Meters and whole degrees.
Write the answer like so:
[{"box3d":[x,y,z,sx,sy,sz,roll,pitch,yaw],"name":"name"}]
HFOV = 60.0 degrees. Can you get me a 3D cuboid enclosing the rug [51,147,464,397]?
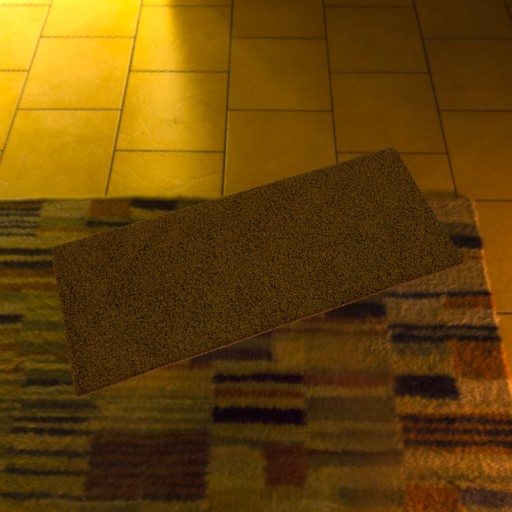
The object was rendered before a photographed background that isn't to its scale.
[{"box3d":[0.000,0.000,1.755,1.524,0.030,0.609,-18,66,-8],"name":"rug"}]
